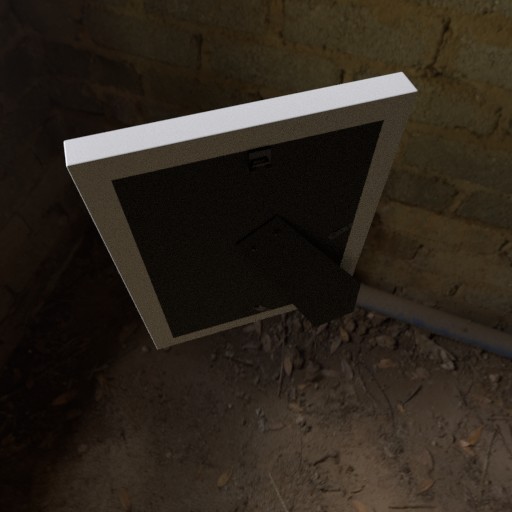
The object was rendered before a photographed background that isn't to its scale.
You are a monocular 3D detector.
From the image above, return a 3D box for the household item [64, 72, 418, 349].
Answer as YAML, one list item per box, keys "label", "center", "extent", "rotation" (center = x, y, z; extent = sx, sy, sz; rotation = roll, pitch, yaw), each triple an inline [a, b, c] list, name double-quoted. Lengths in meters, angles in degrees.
- label: "household item"
  center: [0.000, 0.000, 0.344]
  extent: [0.200, 0.250, 0.045]
  rotation: [-15, 58, -10]
